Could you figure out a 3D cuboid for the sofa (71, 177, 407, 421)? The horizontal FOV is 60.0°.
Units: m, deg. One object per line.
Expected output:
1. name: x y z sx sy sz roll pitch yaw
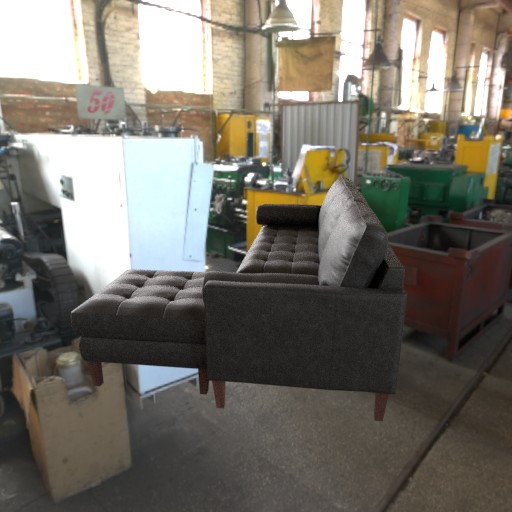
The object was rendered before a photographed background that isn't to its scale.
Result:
1. sofa: 0.000 0.000 2.918 1.497 0.876 2.178 2 16 7
